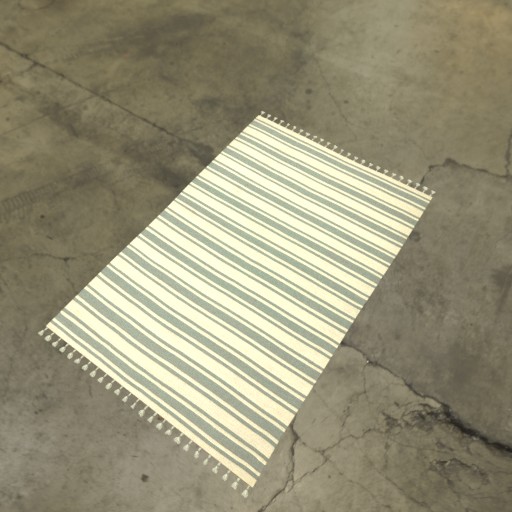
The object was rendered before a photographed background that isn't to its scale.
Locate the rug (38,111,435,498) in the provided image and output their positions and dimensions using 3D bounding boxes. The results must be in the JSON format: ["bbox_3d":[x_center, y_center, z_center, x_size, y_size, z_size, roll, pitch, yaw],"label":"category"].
[{"bbox_3d":[0.000,0.000,2.957,1.539,0.011,2.410,31,63,17],"label":"rug"}]
